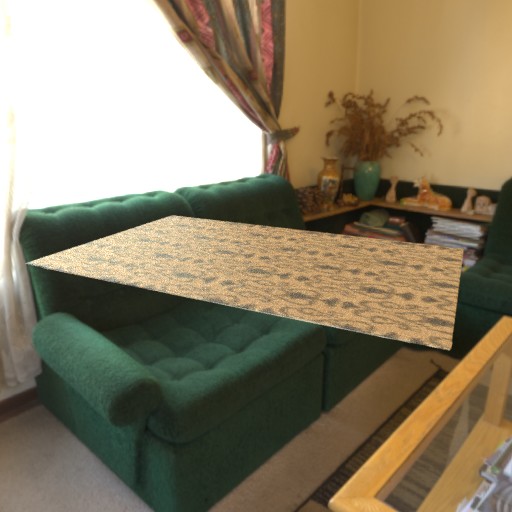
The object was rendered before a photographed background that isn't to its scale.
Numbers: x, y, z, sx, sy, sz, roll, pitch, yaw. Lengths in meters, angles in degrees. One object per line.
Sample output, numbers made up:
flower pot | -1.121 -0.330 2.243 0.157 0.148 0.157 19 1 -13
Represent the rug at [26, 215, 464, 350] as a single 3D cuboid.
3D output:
rug | 0.000 0.000 1.963 1.652 0.006 1.035 8 19 24
